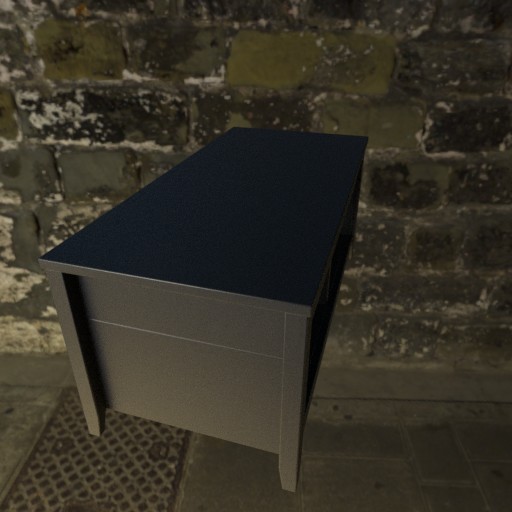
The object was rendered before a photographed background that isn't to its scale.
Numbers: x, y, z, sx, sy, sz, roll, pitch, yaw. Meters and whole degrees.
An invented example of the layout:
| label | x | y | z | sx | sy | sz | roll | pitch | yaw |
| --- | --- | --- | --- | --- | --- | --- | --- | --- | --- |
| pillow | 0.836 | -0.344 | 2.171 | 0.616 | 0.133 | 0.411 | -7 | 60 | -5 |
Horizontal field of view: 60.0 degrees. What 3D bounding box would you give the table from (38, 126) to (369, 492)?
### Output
| label | x | y | z | sx | sy | sz | roll | pitch | yaw |
| --- | --- | --- | --- | --- | --- | --- | --- | --- | --- |
| table | 0.000 | 0.000 | 1.242 | 0.483 | 0.457 | 1.016 | 9 | 30 | 15 |
